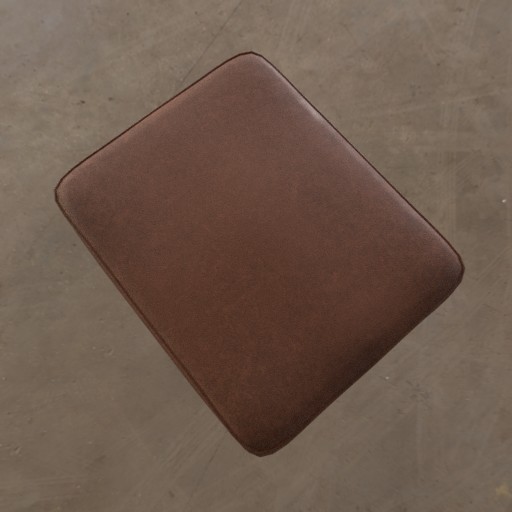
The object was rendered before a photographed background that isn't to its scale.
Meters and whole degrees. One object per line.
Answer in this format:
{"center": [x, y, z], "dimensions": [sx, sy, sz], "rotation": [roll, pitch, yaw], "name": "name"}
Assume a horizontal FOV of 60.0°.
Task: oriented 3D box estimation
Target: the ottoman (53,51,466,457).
{"center": [0.000, 0.000, 1.104], "dimensions": [0.589, 0.537, 0.738], "rotation": [-39, 78, -10], "name": "ottoman"}
